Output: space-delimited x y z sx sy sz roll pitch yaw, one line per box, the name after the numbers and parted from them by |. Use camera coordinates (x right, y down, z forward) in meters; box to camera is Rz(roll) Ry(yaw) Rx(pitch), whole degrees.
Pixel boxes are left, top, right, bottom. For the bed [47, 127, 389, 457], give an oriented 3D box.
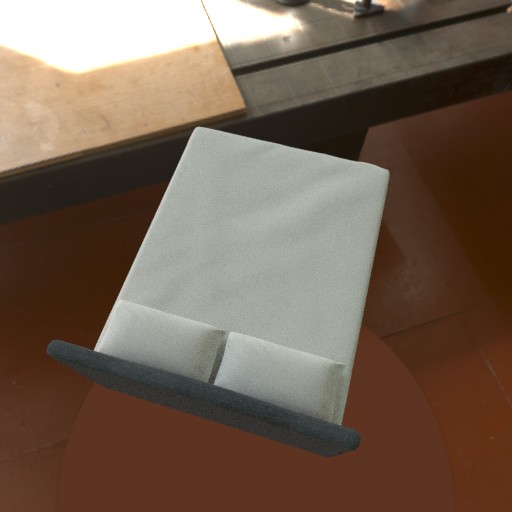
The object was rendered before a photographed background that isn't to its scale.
0.000 0.000 3.849 2.161 1.457 2.689 15 65 7 | bed
